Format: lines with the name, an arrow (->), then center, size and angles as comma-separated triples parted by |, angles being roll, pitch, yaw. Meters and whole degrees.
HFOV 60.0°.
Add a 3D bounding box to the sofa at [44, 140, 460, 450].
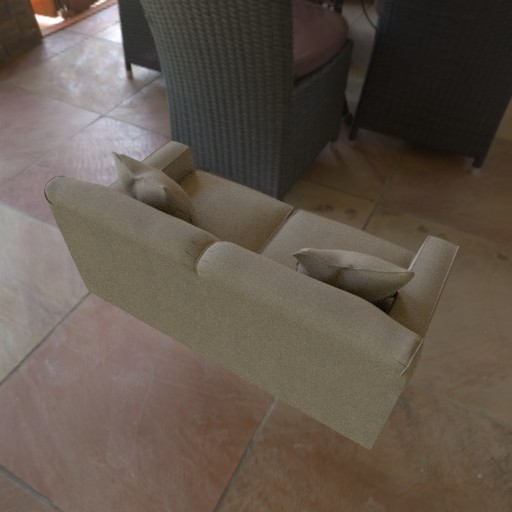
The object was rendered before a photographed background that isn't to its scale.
sofa -> 0.000, 0.000, 2.383 | 1.846, 0.958, 0.998 | 24, 52, 20
